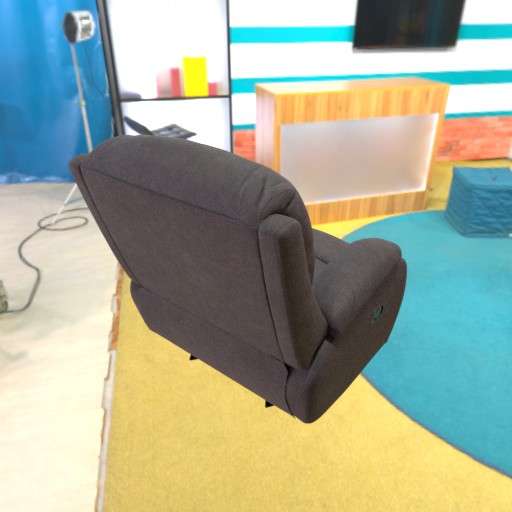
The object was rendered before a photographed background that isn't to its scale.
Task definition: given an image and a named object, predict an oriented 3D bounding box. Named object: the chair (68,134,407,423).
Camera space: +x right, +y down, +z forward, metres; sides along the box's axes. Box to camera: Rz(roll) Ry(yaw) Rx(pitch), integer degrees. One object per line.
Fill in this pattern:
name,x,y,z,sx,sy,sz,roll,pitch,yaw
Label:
chair,0.000,0.000,1.700,0.930,1.011,0.899,21,36,33
